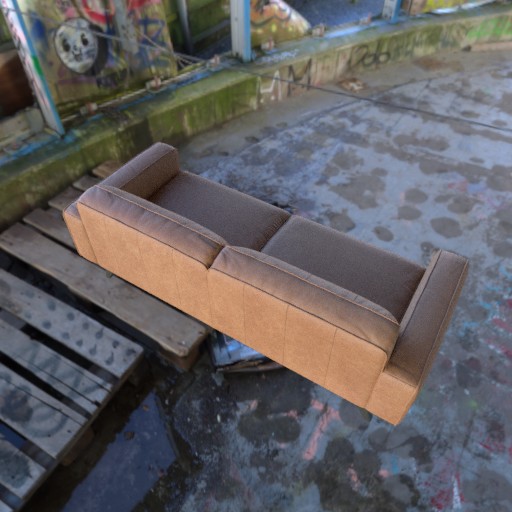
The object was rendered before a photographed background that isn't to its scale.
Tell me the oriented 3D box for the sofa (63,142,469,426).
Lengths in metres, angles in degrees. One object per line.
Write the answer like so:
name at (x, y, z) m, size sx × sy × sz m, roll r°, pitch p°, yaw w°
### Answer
sofa at (0.000, 0.000, 2.714) m, size 2.270 × 0.780 × 0.953 m, roll 24°, pitch 51°, yaw 21°
